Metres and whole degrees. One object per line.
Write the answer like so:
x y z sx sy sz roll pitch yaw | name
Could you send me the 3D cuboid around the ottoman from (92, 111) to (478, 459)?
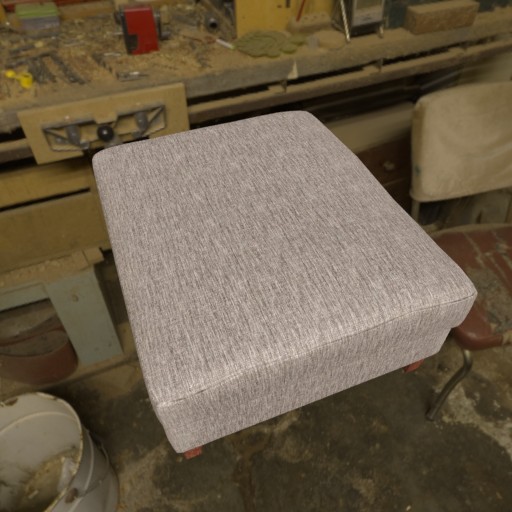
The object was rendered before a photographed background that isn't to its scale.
0.000 0.000 1.439 0.839 0.492 0.994 -16 49 -15 | ottoman
